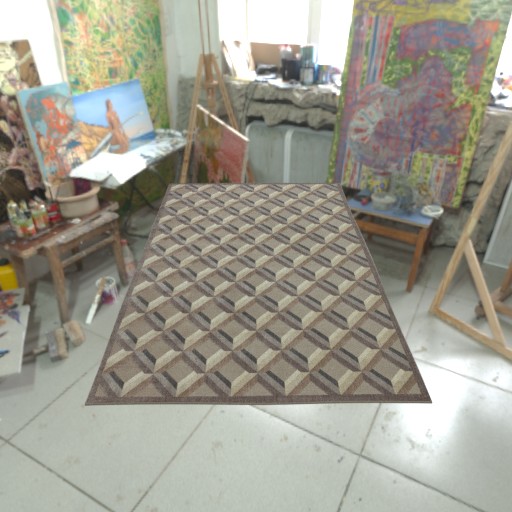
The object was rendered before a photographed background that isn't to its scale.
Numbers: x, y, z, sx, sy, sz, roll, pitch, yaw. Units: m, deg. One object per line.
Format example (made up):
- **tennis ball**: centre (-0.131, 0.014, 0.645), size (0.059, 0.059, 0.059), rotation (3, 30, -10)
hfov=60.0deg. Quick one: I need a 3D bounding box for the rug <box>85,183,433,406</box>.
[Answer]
- **rug**: centre (0.000, 0.000, 2.053), size (1.066, 0.011, 1.677), rotation (0, 33, 0)
